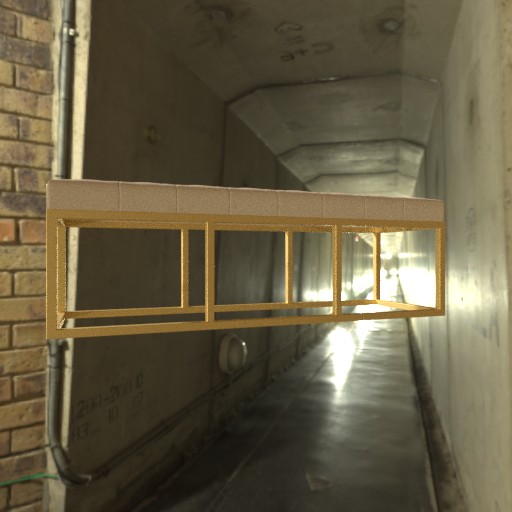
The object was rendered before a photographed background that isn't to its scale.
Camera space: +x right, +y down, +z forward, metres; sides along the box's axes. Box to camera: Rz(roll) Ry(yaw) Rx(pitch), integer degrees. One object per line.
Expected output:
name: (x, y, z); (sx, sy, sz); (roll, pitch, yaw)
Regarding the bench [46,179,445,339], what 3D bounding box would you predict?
bench: (0.000, 0.000, 1.757); (1.473, 0.484, 0.457); (0, 0, -20)
